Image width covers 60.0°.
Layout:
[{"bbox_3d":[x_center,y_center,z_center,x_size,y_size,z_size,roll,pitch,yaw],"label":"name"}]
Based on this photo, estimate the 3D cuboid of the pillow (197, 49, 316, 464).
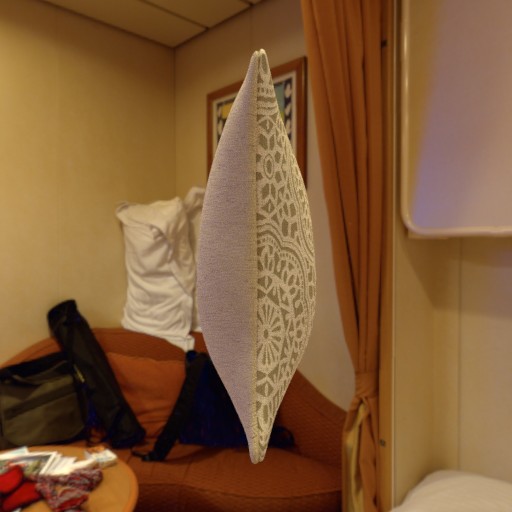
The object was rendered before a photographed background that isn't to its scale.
[{"bbox_3d":[0.000,0.000,0.659,0.167,0.421,0.438,0,1,-1],"label":"pillow"}]
